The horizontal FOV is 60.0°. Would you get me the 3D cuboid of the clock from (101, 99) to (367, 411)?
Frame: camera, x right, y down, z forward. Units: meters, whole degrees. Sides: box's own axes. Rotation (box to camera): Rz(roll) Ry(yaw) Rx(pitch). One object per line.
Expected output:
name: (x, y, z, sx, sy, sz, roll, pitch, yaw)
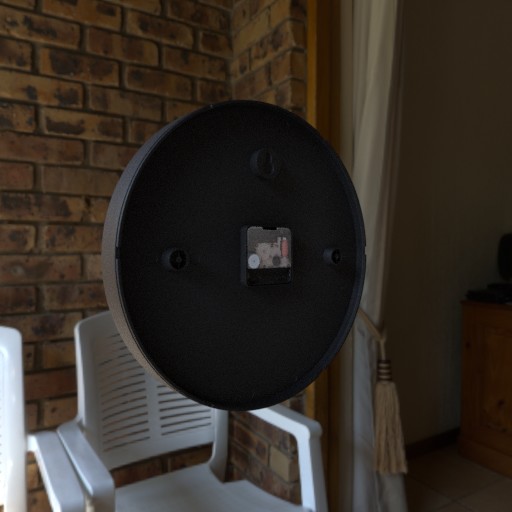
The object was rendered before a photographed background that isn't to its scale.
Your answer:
clock: (0.000, 0.000, 0.437, 0.293, 0.293, 0.040, -1, 2, -37)
